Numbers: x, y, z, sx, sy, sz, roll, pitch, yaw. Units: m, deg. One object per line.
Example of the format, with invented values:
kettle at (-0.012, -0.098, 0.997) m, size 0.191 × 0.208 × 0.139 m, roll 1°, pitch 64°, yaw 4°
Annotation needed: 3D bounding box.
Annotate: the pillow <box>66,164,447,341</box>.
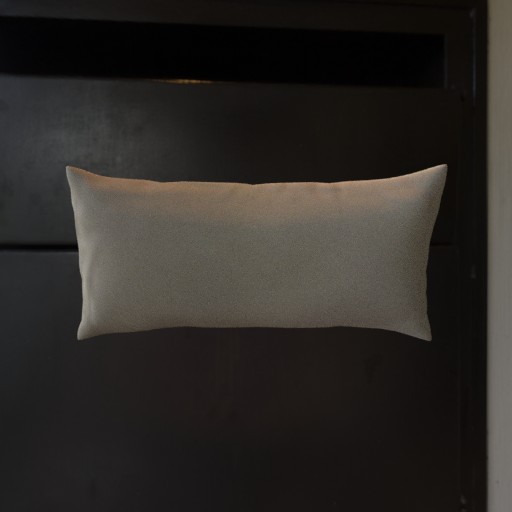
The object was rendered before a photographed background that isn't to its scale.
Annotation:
pillow at (0.000, 0.000, 0.735) m, size 0.608 × 0.292 × 0.156 m, roll 0°, pitch 1°, yaw -1°
